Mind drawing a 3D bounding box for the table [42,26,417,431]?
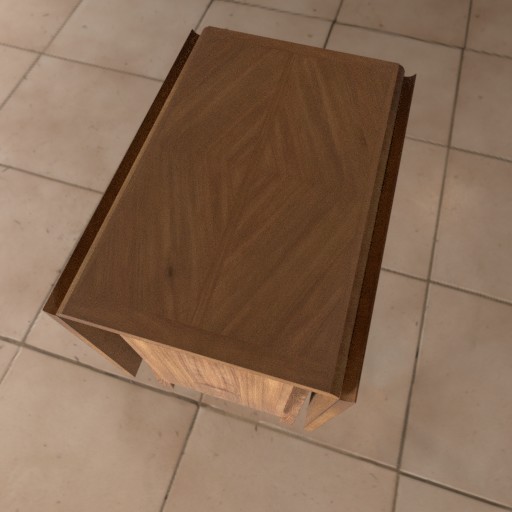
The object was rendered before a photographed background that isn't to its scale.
[{"bbox_3d":[0.000,0.000,1.559,0.701,0.981,0.967,15,65,7],"label":"table"}]
